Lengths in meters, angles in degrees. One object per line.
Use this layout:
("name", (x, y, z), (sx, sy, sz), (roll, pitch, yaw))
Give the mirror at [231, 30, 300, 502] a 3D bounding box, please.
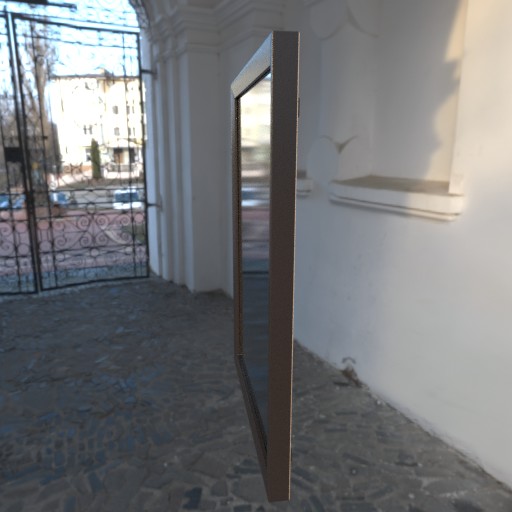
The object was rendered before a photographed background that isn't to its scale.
("mirror", (0.000, 0.000, 0.889), (0.040, 0.710, 0.507), (-2, 14, -9))
